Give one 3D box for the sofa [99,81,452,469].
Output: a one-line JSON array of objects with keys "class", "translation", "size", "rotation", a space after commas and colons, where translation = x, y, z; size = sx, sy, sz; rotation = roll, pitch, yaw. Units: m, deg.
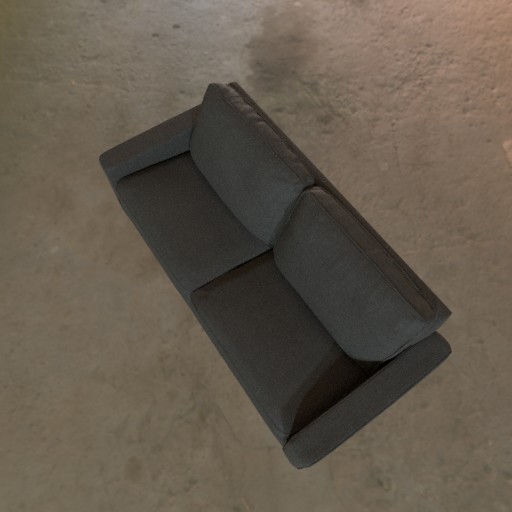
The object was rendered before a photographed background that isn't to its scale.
[{"class": "sofa", "translation": [0.000, 0.000, 2.513], "size": [0.940, 0.919, 2.080], "rotation": [-32, 68, -15]}]
